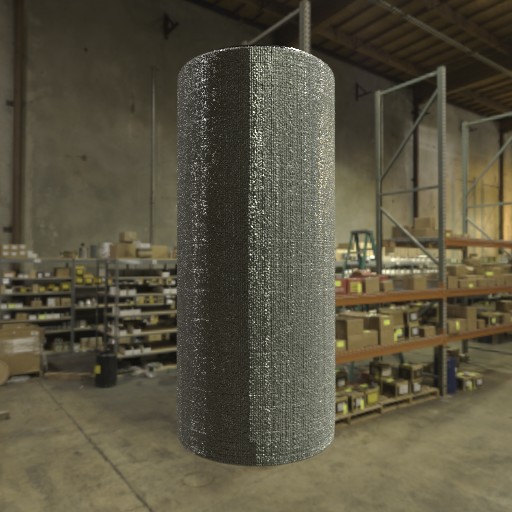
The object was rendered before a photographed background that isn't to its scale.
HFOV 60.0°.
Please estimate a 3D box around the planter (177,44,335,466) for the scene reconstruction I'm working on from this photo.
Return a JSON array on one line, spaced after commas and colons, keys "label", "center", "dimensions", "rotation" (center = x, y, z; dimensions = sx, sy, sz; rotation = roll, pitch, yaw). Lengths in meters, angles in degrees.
[{"label": "planter", "center": [0.000, 0.000, 0.129], "dimensions": [0.045, 0.103, 0.045], "rotation": [1, -1, -37]}]
